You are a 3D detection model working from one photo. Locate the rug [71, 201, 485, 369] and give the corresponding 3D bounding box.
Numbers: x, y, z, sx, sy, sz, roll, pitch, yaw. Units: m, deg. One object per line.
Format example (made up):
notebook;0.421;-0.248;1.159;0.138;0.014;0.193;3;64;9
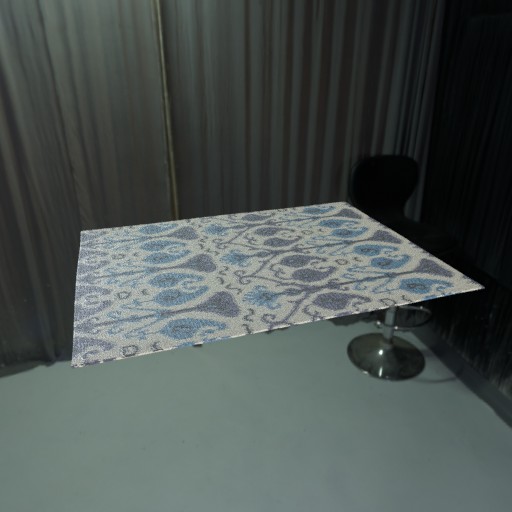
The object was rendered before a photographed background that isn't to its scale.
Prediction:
rug;0.000;0.000;2.969;2.261;0.013;1.676;-8;26;-17
